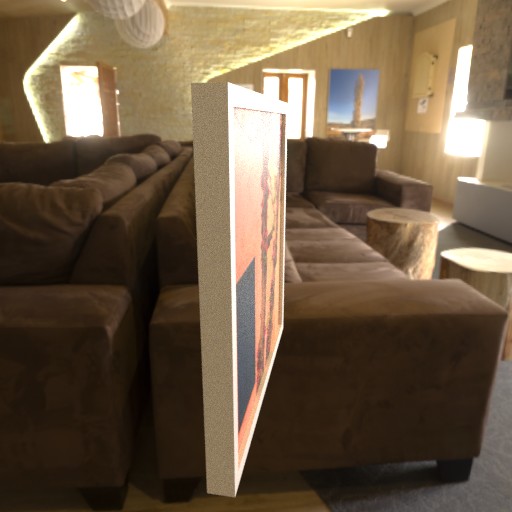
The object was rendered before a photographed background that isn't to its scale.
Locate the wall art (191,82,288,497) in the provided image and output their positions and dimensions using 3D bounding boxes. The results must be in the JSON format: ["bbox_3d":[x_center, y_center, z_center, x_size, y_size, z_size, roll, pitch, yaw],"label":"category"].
[{"bbox_3d":[0.000,0.000,0.749,0.038,0.508,0.507,3,17,10],"label":"wall art"}]
